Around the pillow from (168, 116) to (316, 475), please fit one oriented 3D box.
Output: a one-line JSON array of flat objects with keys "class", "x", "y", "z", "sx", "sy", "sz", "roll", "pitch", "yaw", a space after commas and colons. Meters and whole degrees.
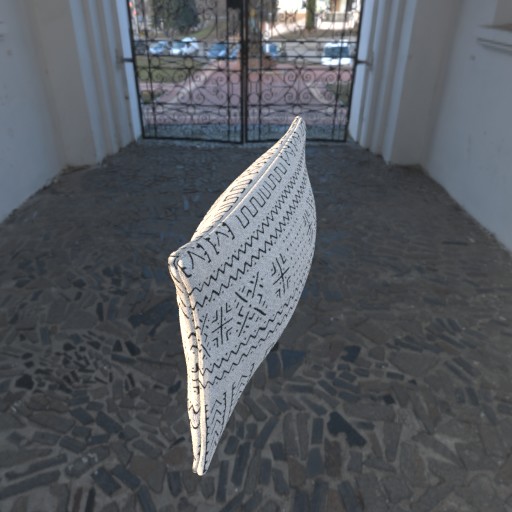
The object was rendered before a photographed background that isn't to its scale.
[{"class": "pillow", "x": 0.000, "y": 0.000, "z": 0.788, "sx": 0.188, "sy": 0.352, "sz": 0.637, "roll": 9, "pitch": 32, "yaw": 14}]
